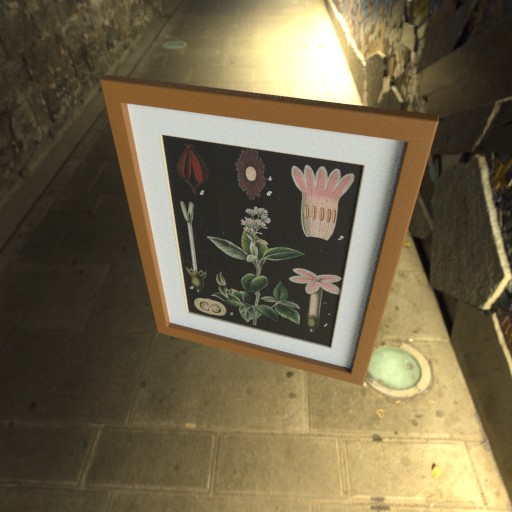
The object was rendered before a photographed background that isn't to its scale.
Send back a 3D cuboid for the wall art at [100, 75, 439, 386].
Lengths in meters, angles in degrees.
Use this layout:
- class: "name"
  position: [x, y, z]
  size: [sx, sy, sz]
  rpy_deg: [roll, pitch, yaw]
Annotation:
- class: "wall art"
  position: [0.000, 0.000, 0.751]
  size: [0.449, 0.550, 0.021]
  rpy_deg: [12, 43, 13]
